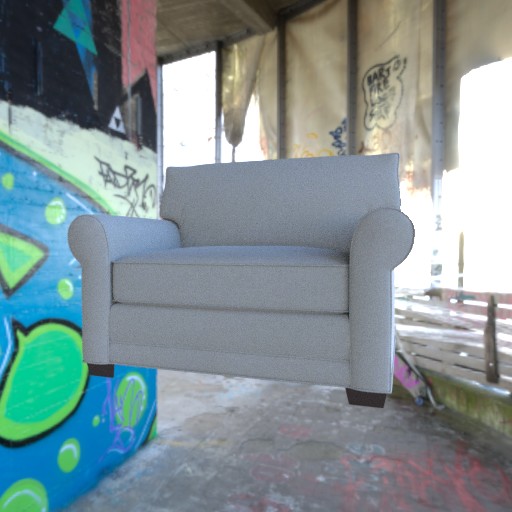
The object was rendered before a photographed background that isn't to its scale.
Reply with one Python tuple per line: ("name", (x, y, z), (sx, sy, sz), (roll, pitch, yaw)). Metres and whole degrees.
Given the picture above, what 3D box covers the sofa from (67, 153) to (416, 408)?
("sofa", (0.000, 0.000, 2.092), (1.405, 1.006, 0.937), (1, 2, 18))
